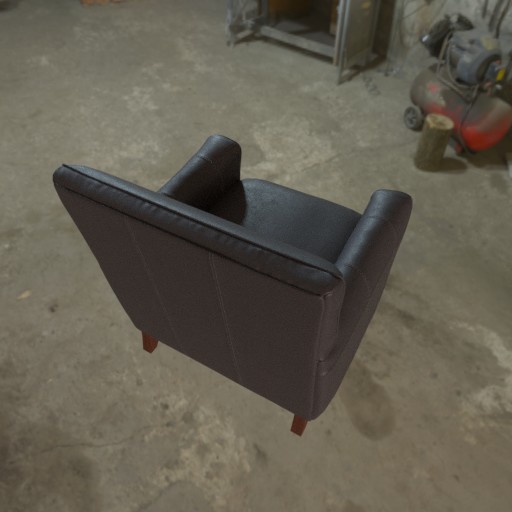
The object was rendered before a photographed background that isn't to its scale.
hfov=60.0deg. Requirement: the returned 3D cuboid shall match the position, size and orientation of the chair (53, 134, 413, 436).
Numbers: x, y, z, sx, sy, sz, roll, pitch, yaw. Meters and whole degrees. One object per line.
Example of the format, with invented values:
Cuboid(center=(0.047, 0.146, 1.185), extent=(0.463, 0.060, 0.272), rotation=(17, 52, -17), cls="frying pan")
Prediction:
Cuboid(center=(0.000, 0.000, 1.596), extent=(0.870, 0.943, 0.825), rotation=(23, 50, 20), cls="chair")
